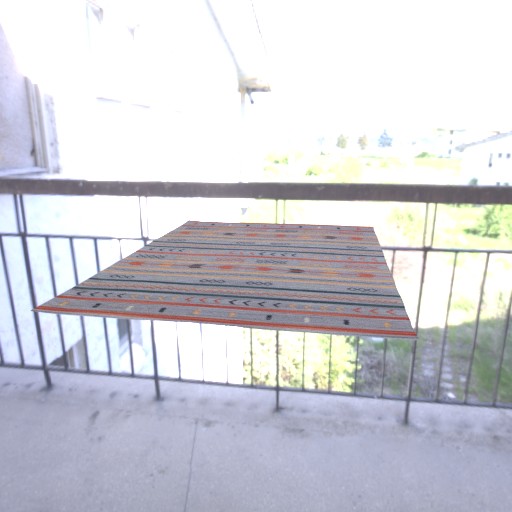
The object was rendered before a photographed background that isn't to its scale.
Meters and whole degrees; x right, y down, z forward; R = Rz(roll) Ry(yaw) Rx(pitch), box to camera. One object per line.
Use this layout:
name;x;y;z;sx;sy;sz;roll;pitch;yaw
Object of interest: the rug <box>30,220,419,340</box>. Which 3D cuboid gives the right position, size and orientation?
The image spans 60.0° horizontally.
rug;0.000;0.000;3.933;2.263;0.022;3.029;3;15;10
